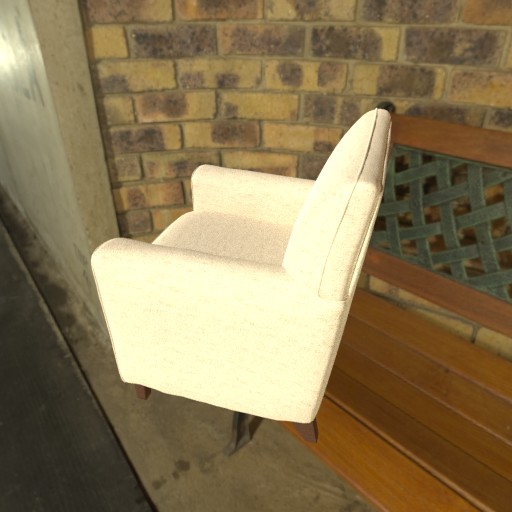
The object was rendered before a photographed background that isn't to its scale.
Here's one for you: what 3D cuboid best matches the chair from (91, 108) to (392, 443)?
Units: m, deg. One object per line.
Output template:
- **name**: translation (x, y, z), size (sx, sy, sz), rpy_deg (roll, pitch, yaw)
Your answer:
- **chair**: translation (0.000, 0.000, 1.630), size (0.823, 0.943, 0.870), rpy_deg (8, 31, 14)
